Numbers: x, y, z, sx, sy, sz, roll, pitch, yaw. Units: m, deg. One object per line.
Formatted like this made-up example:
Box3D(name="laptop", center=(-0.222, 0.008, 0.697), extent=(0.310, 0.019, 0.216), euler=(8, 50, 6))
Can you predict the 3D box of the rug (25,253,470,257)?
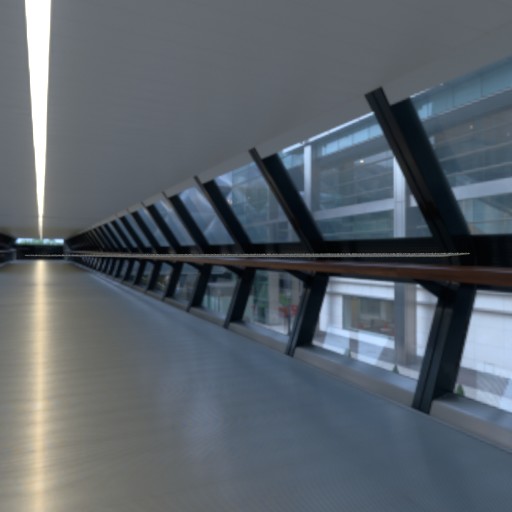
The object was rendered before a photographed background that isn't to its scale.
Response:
Box3D(name="rug", center=(0.000, 0.000, 3.006), extent=(2.453, 0.003, 1.519), euler=(0, -1, 19))
